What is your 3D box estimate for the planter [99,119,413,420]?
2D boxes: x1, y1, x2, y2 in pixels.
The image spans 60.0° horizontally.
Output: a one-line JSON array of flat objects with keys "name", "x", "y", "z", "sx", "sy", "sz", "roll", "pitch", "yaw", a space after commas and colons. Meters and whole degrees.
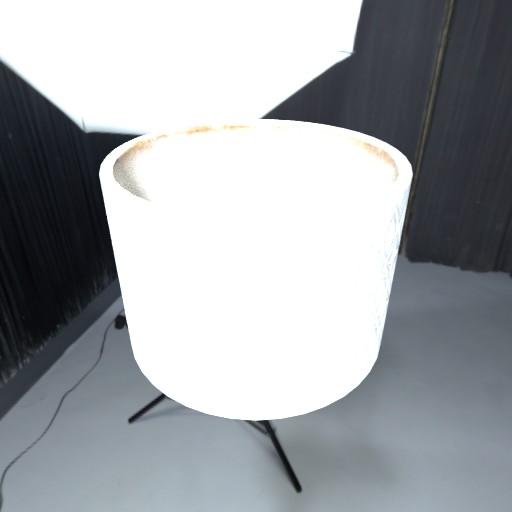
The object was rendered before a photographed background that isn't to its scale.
[{"name": "planter", "x": 0.000, "y": 0.000, "z": 0.311, "sx": 0.186, "sy": 0.144, "sz": 0.186, "roll": 0, "pitch": 31, "yaw": 0}]
